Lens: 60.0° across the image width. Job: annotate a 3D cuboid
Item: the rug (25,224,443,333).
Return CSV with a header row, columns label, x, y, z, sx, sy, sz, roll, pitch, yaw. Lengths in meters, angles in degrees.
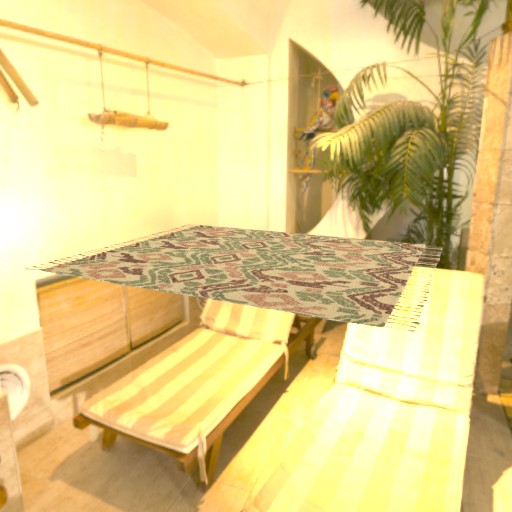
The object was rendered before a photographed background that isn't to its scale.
label,x,y,z,sx,sy,sz,roll,pitch,yaw
rug,0.000,0.000,4.036,3.048,0.010,2.438,7,15,25
